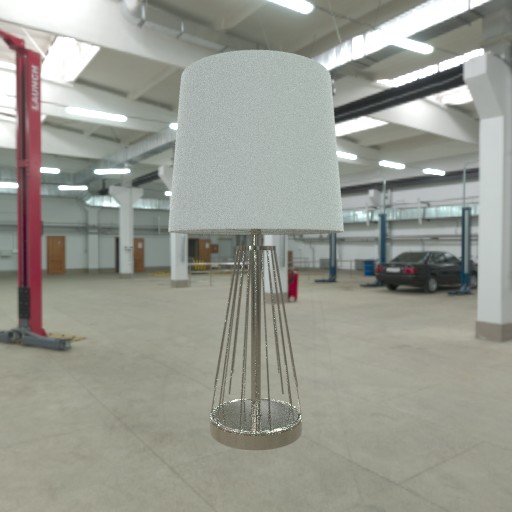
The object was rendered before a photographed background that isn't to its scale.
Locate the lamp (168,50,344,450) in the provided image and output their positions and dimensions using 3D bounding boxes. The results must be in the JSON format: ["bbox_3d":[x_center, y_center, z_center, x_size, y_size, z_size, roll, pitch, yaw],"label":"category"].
[{"bbox_3d":[0.000,0.000,0.781,0.303,0.618,0.303,0,1,0],"label":"lamp"}]
